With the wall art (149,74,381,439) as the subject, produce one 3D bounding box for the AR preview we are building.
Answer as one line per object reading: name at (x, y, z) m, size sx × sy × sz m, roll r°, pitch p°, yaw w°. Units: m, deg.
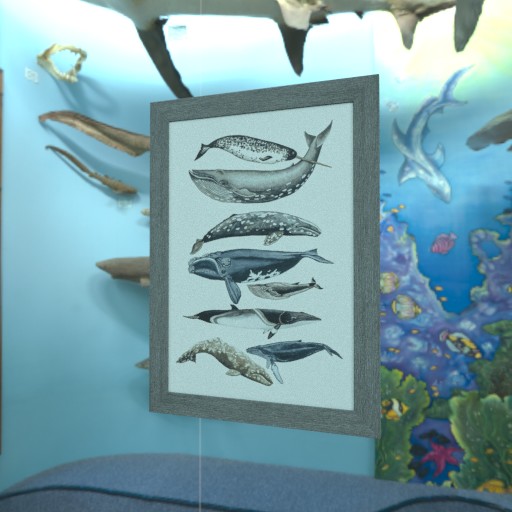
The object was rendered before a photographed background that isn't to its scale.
wall art at (0.000, 0.000, 1.425) m, size 0.768 × 1.070 × 0.020 m, roll 0°, pitch -1°, yaw 18°
